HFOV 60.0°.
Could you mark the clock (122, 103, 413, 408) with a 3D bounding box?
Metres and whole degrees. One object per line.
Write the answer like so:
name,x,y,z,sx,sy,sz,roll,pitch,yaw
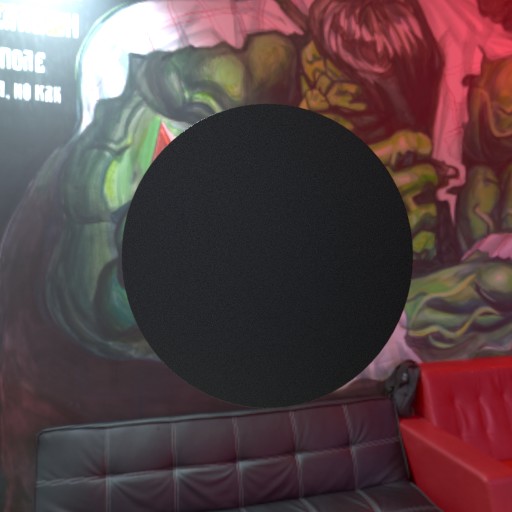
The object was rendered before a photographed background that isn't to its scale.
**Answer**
clock,0.000,0.000,0.681,0.454,0.454,0.038,0,0,18
